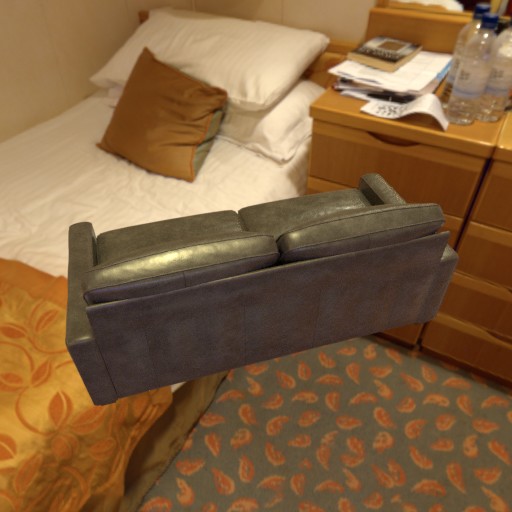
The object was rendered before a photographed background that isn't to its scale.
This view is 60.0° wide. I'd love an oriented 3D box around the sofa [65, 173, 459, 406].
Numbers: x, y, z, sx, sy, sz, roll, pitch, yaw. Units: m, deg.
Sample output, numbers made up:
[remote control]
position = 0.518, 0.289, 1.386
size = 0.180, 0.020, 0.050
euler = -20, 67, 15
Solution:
[sofa]
position = 0.000, 0.000, 2.600
size = 2.081, 0.916, 0.939
euler = -11, 43, -13
